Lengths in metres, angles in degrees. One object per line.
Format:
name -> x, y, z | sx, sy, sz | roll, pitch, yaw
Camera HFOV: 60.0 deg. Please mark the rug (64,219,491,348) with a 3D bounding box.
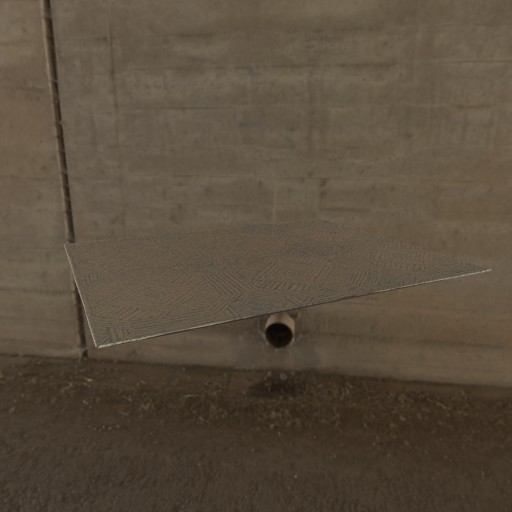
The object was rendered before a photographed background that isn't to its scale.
rug -> 0.000, 0.000, 3.998 | 3.049, 0.015, 2.457 | -8, 17, -25
